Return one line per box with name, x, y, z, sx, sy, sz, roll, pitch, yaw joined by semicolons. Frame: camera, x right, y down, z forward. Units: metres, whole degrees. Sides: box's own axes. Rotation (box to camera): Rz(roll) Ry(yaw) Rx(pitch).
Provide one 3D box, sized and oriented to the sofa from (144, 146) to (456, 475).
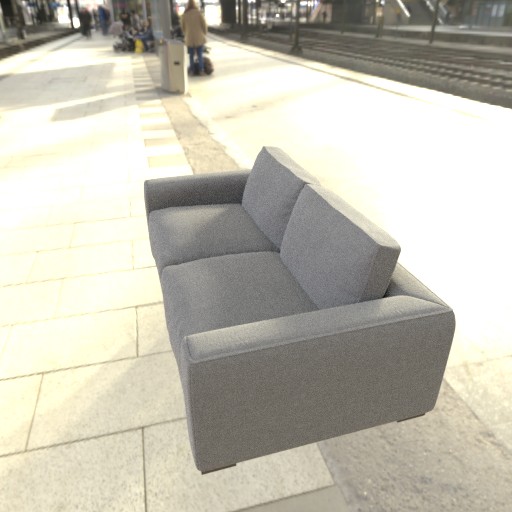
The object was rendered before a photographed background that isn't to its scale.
sofa;0.000;0.000;2.411;1.069;0.800;1.920;-8;30;-15
